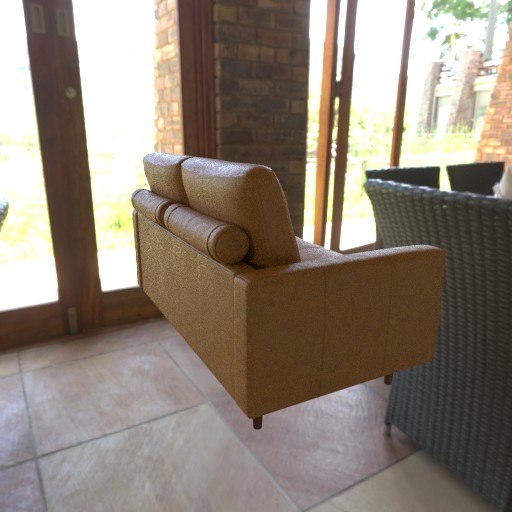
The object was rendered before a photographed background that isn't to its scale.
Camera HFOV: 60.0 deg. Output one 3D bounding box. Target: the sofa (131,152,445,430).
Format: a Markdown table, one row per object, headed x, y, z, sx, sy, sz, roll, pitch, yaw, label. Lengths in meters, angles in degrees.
| x | y | z | sx | sy | sz | roll | pitch | yaw | label |
| --- | --- | --- | --- | --- | --- | --- | --- | --- | --- |
| 0.000 | 0.000 | 2.023 | 0.868 | 0.898 | 1.430 | -8 | 17 | -27 | sofa |
